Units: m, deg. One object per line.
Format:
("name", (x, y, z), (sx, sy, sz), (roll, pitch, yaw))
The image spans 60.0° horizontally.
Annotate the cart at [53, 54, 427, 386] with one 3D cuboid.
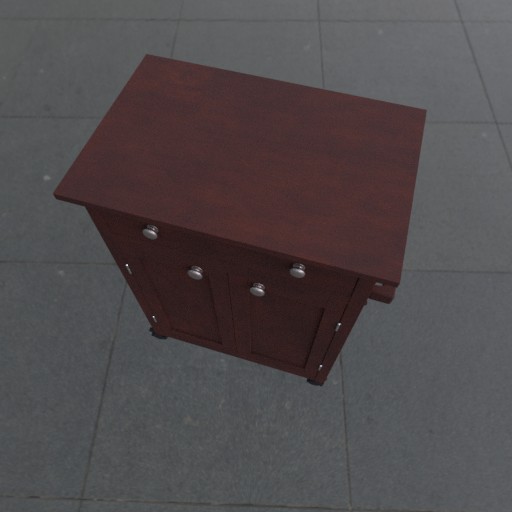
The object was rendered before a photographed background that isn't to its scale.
("cart", (0.000, 0.000, 1.281), (0.683, 0.864, 0.442), (15, 61, 8))
